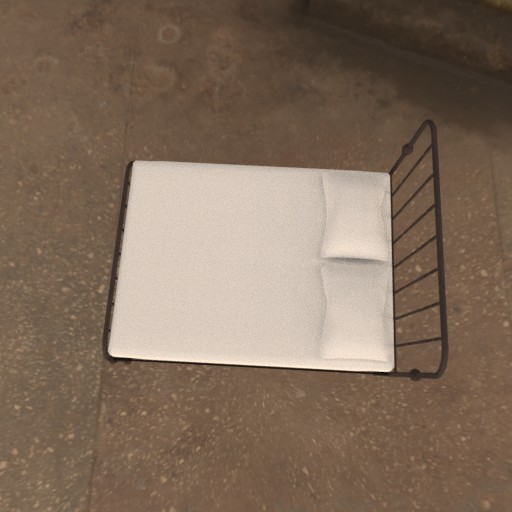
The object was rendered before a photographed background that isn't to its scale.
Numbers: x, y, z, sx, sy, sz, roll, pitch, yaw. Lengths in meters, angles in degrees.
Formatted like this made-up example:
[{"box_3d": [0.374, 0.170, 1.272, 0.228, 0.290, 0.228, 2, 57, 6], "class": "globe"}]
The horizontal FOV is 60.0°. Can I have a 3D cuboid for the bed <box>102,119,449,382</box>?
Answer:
[{"box_3d": [0.000, 0.000, 3.182, 2.134, 1.446, 1.616, 3, 76, 1], "class": "bed"}]
